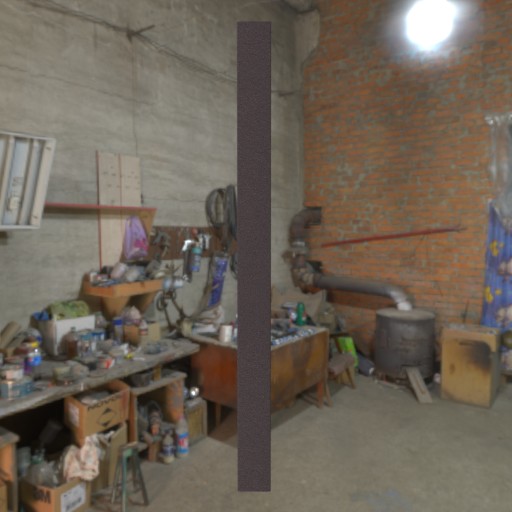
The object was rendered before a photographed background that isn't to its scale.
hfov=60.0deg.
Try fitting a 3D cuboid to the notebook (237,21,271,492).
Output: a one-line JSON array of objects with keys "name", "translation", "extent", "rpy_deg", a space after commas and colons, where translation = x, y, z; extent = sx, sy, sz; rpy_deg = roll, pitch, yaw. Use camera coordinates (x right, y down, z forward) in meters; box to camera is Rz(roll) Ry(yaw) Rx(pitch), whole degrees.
[{"name": "notebook", "translation": [0.000, 0.000, 0.263], "extent": [0.016, 0.213, 0.127], "rpy_deg": [0, 2, 1]}]
